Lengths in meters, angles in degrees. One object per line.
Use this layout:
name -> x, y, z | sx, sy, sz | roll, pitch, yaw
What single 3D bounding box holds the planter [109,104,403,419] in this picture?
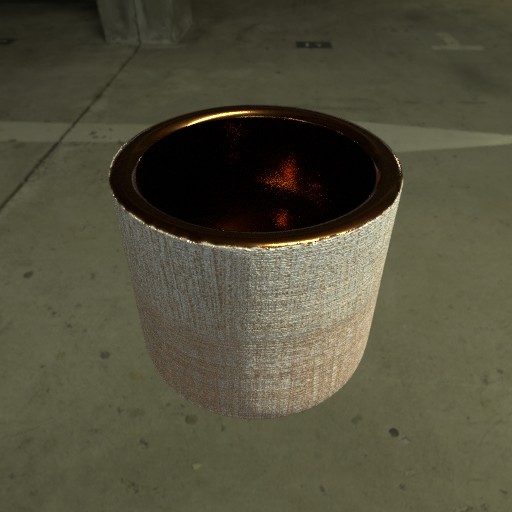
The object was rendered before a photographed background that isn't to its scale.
planter -> 0.000, 0.000, 0.319 | 0.177, 0.157, 0.177 | 0, 40, 0
